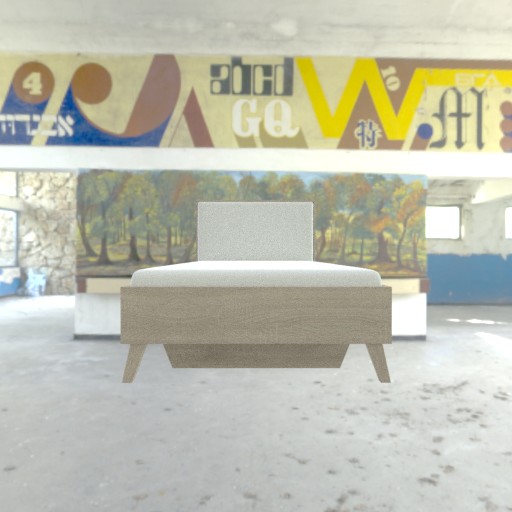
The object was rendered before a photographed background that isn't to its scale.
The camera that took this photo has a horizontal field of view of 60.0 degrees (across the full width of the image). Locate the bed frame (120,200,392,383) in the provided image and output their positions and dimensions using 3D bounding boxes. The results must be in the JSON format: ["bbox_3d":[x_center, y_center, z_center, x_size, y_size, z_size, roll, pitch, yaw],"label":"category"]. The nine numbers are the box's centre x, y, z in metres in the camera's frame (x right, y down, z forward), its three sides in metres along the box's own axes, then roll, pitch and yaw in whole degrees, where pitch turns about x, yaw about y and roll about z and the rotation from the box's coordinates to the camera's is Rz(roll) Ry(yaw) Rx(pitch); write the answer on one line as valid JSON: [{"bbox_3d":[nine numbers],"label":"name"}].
[{"bbox_3d":[0.000,0.000,2.682,0.990,0.920,2.140,0,0,0],"label":"bed frame"}]
